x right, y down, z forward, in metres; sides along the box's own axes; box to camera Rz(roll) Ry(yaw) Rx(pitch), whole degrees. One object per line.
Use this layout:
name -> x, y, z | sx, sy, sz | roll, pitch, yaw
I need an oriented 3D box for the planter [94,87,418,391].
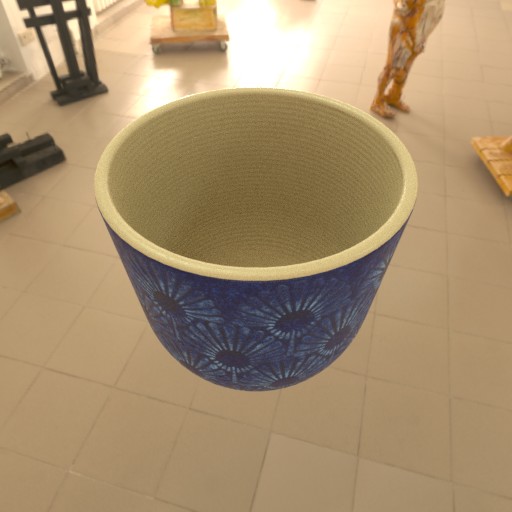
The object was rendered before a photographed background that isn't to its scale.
planter -> 0.000, 0.000, 0.293 | 0.170, 0.153, 0.170 | 0, 46, 0
